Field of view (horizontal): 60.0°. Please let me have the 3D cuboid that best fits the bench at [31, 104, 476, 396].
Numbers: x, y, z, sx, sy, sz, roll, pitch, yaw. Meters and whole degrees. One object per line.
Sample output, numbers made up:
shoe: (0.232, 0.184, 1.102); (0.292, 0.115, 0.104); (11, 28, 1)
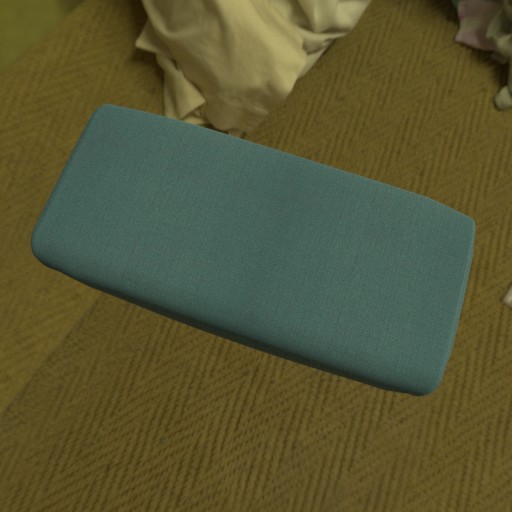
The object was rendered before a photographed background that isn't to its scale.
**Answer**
bench: (0.000, 0.000, 1.236); (0.995, 0.474, 0.476); (18, 76, 5)
